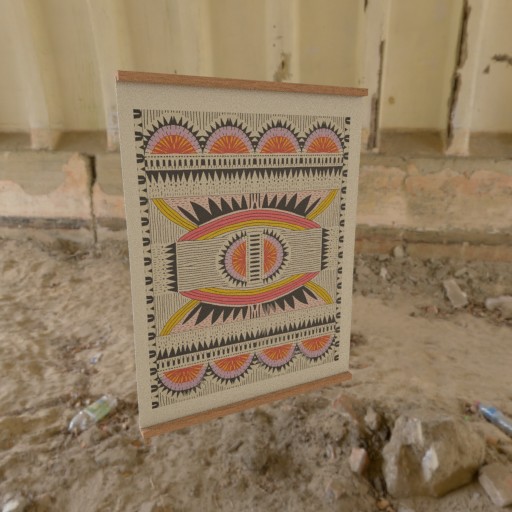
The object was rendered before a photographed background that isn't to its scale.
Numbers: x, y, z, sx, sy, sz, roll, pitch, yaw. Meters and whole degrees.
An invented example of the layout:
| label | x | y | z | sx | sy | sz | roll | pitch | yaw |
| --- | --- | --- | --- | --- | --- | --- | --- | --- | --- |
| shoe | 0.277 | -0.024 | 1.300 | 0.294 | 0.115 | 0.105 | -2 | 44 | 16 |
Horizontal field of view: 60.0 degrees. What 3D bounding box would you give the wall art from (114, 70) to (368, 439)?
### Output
| label | x | y | z | sx | sy | sz | roll | pitch | yaw |
| --- | --- | --- | --- | --- | --- | --- | --- | --- | --- |
| wall art | 0.000 | 0.000 | 0.715 | 0.403 | 0.527 | 0.028 | -7 | 15 | -26 |
